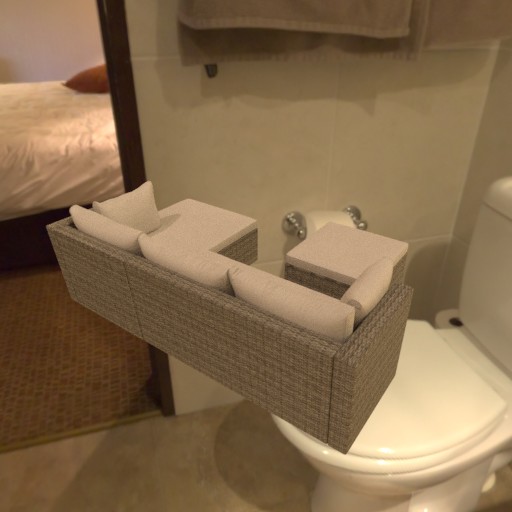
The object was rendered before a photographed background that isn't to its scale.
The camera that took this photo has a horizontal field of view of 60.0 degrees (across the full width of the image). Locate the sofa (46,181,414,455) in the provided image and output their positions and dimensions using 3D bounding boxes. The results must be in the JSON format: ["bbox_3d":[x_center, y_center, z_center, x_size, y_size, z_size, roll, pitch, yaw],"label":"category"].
[{"bbox_3d":[0.000,0.000,3.036,2.192,0.766,1.662,20,35,31],"label":"sofa"}]
